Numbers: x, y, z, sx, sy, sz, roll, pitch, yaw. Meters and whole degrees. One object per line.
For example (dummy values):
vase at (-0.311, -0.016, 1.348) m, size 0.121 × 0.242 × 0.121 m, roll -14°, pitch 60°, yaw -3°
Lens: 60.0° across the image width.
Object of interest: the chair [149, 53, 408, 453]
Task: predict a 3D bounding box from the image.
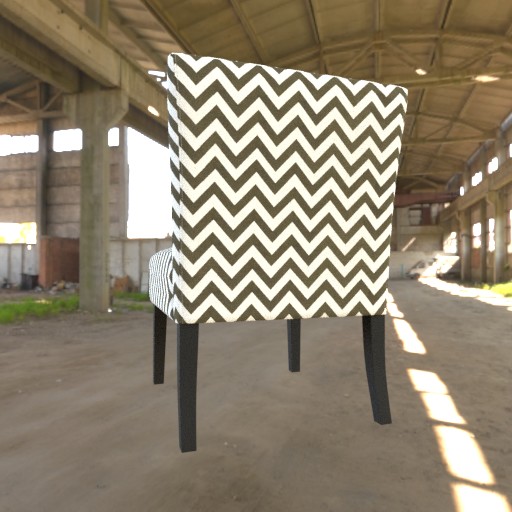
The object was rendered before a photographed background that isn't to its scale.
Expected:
chair at (0.000, 0.000, 1.288) m, size 0.589 × 0.838 × 0.648 m, roll 0°, pitch -1°, yaw -19°
